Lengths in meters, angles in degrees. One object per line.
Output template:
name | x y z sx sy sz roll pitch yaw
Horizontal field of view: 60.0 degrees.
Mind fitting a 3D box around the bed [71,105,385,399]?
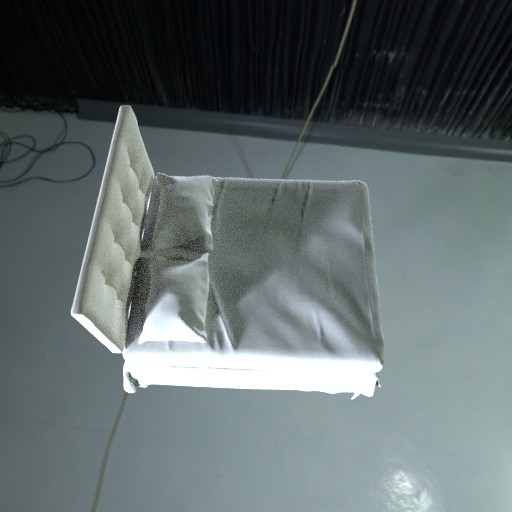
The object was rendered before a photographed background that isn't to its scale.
bed | 0.000 0.000 3.551 2.222 1.577 1.936 2 63 1
